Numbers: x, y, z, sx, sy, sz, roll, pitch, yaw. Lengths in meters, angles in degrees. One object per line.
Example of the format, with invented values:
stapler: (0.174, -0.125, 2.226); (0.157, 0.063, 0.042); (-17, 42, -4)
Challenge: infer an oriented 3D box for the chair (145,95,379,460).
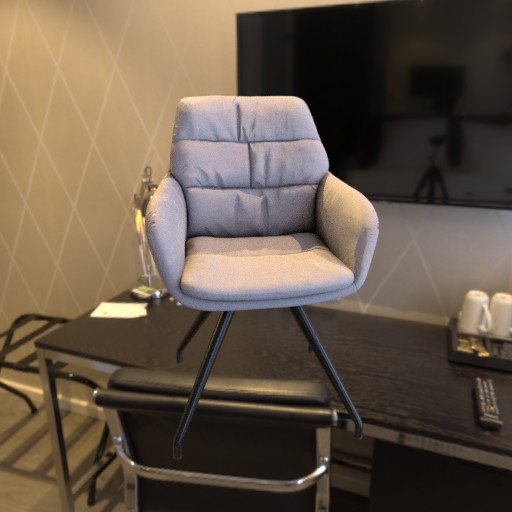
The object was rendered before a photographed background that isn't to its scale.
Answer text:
chair: (0.000, 0.000, 1.269); (0.579, 0.888, 0.569); (-3, 17, -8)
